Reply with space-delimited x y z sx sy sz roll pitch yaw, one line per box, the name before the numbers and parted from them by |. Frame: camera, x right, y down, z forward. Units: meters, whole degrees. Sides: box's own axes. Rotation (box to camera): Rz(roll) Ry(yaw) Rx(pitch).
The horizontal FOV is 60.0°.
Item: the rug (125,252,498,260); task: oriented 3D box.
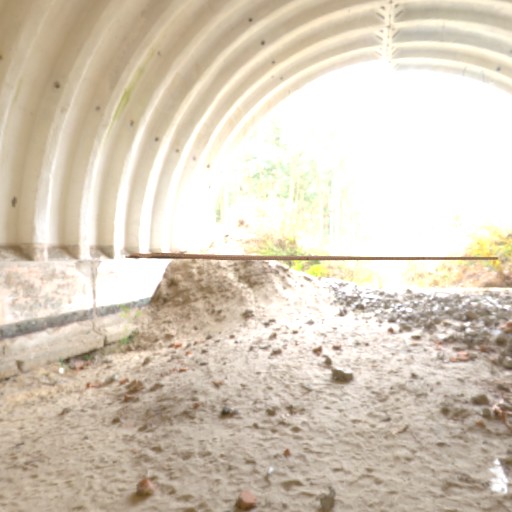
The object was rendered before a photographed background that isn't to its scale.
rug | 0.000 0.000 2.256 1.230 0.025 1.837 0 0 -19
